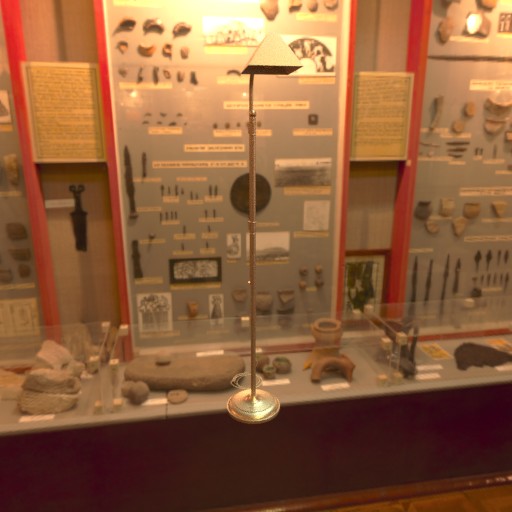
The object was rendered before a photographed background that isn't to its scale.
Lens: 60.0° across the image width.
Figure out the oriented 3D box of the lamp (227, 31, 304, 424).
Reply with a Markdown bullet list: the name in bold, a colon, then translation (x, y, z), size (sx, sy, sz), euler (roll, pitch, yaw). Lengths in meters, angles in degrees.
- **lamp**: translation (0.000, 0.000, 1.853), size (0.256, 1.571, 0.813), euler (-2, 16, -8)
